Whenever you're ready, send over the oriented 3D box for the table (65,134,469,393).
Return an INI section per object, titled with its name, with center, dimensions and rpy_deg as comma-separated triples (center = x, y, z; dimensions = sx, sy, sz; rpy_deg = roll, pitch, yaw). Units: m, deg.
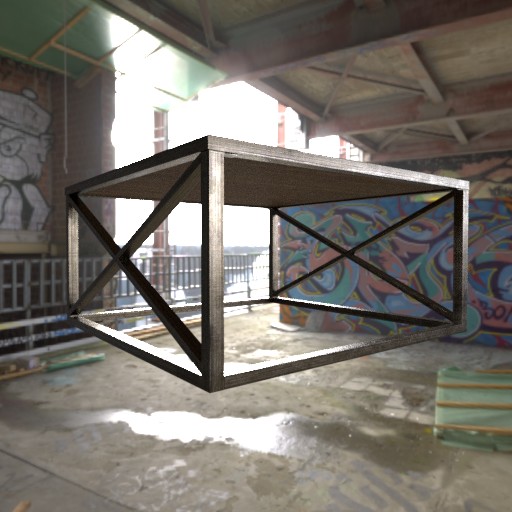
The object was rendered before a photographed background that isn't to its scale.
[table]
center = 0.000, 0.000, 1.400
dimensions = 0.909, 0.451, 0.899
rpy_deg = -1, 2, -38
